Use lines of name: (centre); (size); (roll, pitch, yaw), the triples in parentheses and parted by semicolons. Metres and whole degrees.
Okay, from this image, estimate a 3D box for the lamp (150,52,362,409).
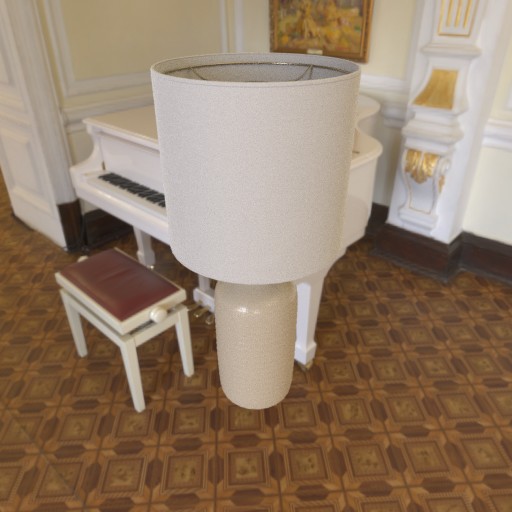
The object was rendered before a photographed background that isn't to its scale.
lamp: (0.000, 0.000, 0.594); (0.220, 0.475, 0.220); (-20, 36, -30)
